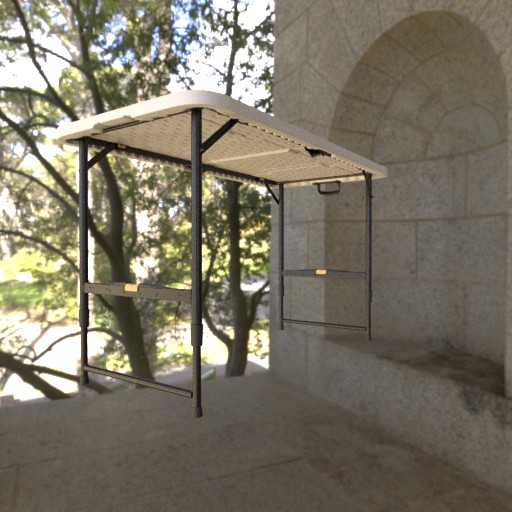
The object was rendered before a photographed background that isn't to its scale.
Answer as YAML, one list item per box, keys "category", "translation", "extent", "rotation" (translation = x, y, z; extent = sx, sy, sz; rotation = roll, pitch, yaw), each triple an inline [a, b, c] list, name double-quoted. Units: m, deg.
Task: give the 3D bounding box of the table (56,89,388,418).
- category: "table"
  translation: [0.000, 0.000, 1.611]
  extent: [0.611, 0.737, 1.245]
  rotation: [0, 1, 35]
